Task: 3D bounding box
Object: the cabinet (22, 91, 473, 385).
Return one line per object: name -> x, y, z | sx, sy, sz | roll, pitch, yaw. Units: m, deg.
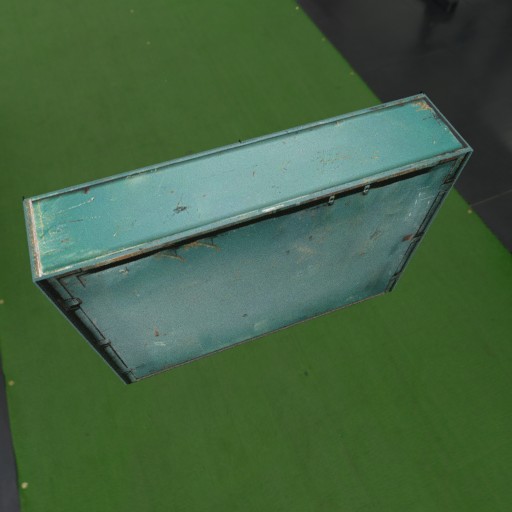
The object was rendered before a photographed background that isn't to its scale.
cabinet -> 0.000, 0.000, 3.920 | 3.001, 2.160, 0.680 | -18, 60, -11
